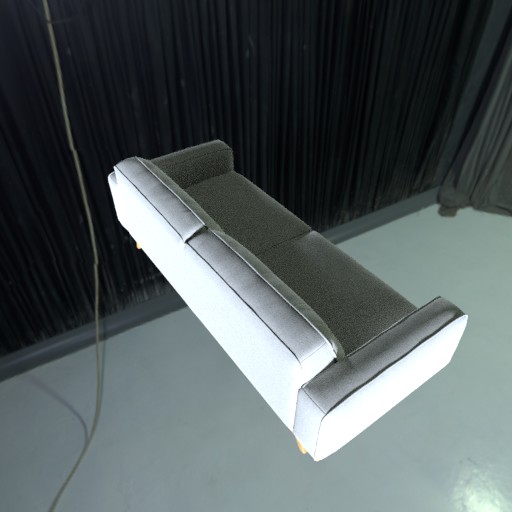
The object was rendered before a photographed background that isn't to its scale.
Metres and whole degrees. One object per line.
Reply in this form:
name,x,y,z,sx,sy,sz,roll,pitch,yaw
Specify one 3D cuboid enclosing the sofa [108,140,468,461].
sofa,0.000,0.000,2.715,0.956,0.781,2.270,-25,47,-26
